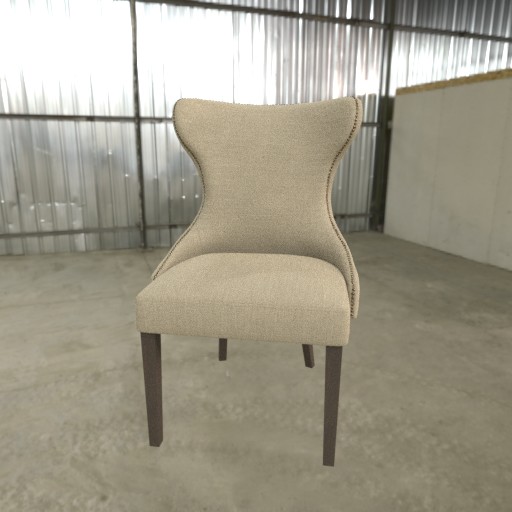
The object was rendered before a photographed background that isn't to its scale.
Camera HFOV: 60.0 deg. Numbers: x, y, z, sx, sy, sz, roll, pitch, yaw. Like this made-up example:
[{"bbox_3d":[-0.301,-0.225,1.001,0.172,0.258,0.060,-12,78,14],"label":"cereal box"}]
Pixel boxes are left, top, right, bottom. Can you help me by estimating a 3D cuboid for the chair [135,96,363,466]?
[{"bbox_3d":[0.000,0.000,1.376,0.628,0.967,0.635,2,15,9],"label":"chair"}]
